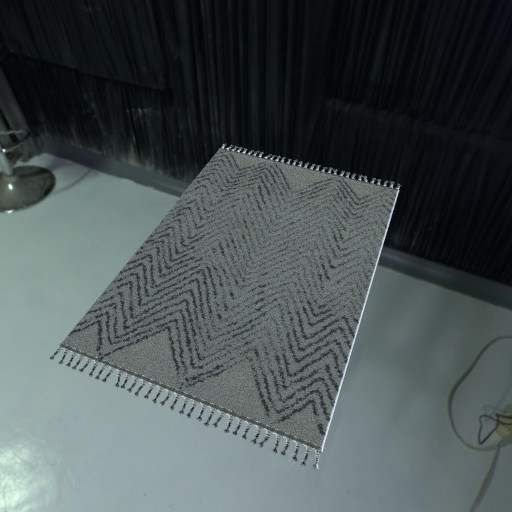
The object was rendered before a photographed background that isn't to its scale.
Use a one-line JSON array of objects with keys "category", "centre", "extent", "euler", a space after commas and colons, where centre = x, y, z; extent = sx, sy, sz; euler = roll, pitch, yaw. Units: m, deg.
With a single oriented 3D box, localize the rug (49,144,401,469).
[{"category": "rug", "centre": [0.000, 0.000, 2.360], "extent": [1.230, 0.014, 1.847], "euler": [16, 49, 15]}]
